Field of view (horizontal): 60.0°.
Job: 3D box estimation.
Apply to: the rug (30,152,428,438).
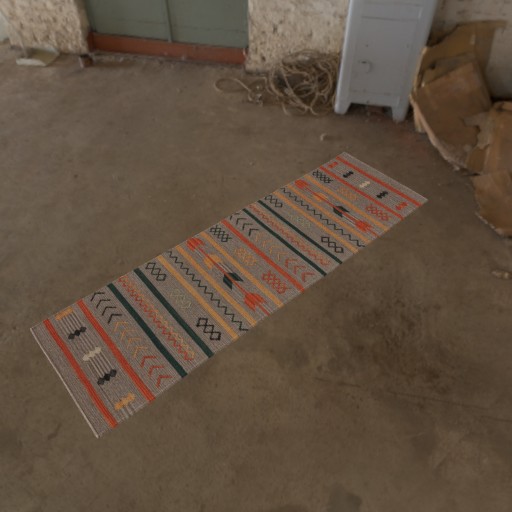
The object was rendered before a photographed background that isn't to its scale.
[{"bbox_3d":[0.000,0.000,2.614,2.419,0.022,0.744,-32,55,-26],"label":"rug"}]
